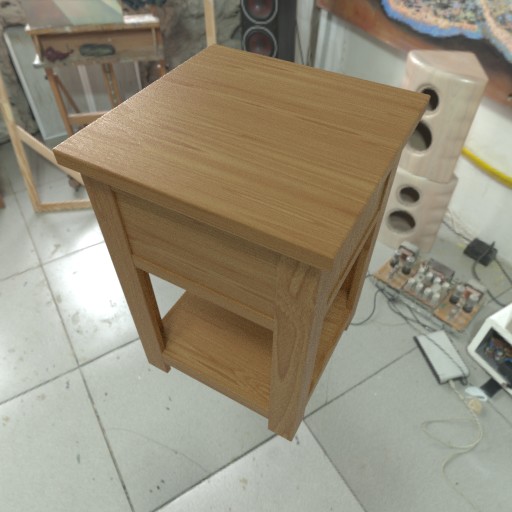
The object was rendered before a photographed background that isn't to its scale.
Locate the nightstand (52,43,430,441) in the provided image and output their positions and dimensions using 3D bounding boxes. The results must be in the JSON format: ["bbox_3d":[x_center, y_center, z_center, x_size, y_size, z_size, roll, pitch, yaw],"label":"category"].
[{"bbox_3d":[0.000,0.000,0.902,0.428,0.614,0.418,22,51,19],"label":"nightstand"}]
